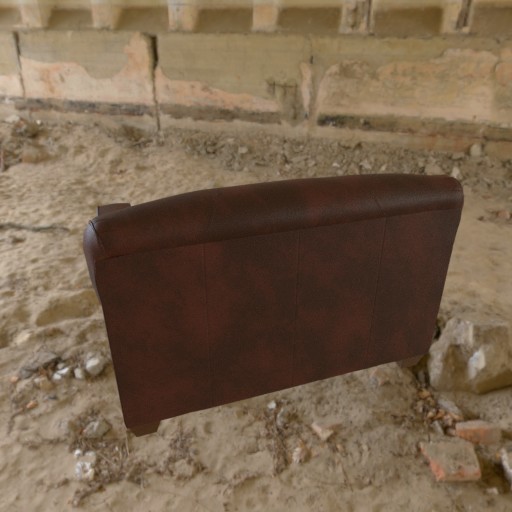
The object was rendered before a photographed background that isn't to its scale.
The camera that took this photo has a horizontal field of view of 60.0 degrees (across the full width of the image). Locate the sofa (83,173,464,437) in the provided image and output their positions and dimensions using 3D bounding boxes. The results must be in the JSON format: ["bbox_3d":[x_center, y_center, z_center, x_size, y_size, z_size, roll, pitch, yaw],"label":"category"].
[{"bbox_3d":[0.000,0.000,2.082,1.413,0.956,1.000,-9,29,-17],"label":"sofa"}]
